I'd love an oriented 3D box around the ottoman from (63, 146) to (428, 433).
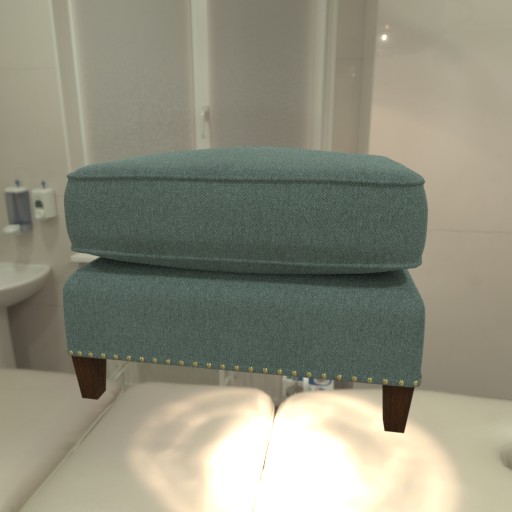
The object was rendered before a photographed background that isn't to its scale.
[{"bbox_3d":[0.000,0.000,1.117,0.738,0.537,0.589,3,16,10],"label":"ottoman"}]
